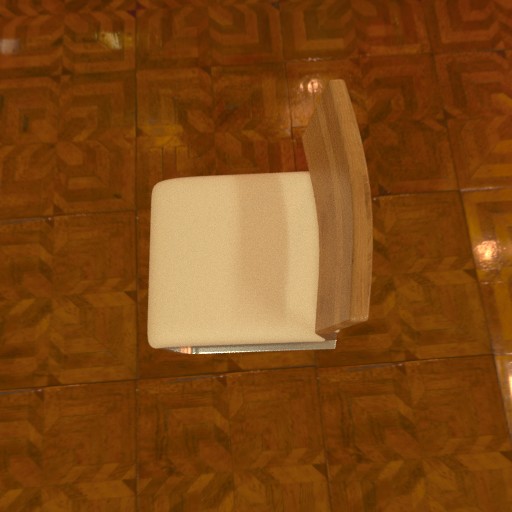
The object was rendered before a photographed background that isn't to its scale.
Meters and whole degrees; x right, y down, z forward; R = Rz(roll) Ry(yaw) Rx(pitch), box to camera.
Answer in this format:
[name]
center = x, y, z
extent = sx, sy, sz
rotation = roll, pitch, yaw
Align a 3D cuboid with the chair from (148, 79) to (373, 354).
[chair]
center = 0.000, 0.000, 1.193
extent = 0.585, 0.844, 0.467
rotation = -2, 75, -1
